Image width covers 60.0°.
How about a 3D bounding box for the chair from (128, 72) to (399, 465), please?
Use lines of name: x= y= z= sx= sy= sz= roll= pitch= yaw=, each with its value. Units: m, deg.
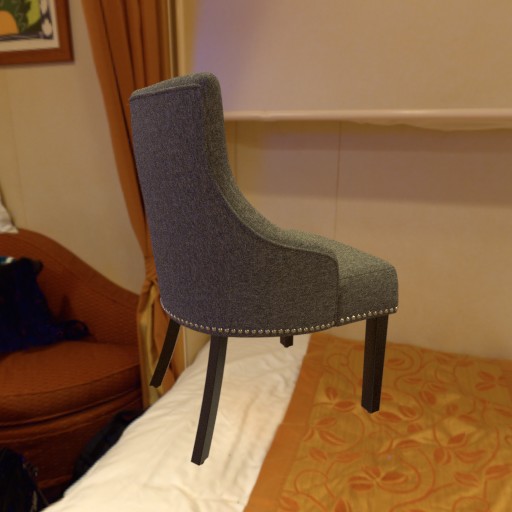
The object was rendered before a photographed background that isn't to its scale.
chair: x=0.000 y=0.000 z=1.276 sx=0.629 sy=0.909 sz=0.566 roll=-8 pitch=17 yaw=-27
